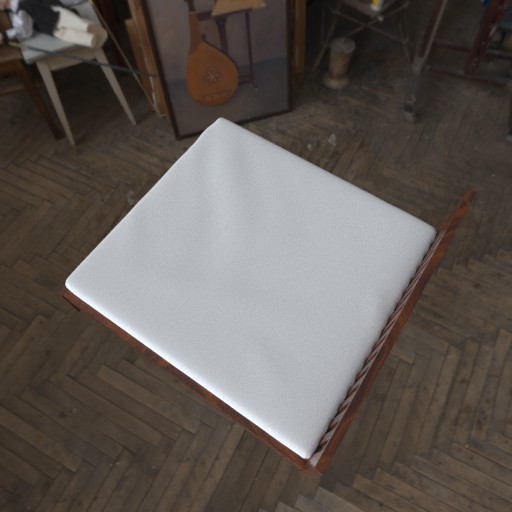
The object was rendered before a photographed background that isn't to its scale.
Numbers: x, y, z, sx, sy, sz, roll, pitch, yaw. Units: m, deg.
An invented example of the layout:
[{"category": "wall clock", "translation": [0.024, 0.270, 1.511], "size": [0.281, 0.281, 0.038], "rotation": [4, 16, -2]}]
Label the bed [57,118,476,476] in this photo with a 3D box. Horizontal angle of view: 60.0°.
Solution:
[{"category": "bed", "translation": [0.000, 0.000, 3.055], "size": [2.030, 0.890, 1.905], "rotation": [31, 67, 15]}]
